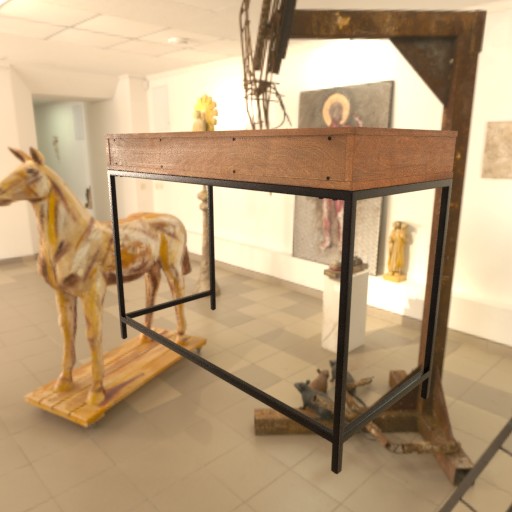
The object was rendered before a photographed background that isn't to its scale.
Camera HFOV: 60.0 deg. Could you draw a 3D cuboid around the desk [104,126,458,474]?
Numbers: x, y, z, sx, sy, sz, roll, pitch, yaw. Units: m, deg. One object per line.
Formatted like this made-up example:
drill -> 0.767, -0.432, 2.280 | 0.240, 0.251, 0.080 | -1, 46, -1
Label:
desk -> 0.000, 0.000, 1.424 | 0.470, 0.762, 1.016 | -13, 20, -42
